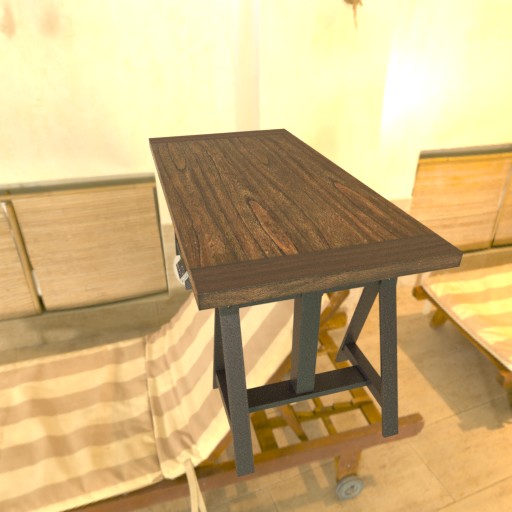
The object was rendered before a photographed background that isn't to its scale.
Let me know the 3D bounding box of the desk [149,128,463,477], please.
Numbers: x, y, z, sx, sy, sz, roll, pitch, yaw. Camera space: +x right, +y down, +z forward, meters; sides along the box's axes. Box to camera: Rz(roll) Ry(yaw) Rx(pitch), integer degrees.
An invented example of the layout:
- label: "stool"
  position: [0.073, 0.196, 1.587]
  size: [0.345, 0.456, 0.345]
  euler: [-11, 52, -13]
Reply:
- label: "desk"
  position: [0.000, 0.000, 1.978]
  size: [0.784, 0.725, 1.543]
  euler: [-8, 30, -14]
